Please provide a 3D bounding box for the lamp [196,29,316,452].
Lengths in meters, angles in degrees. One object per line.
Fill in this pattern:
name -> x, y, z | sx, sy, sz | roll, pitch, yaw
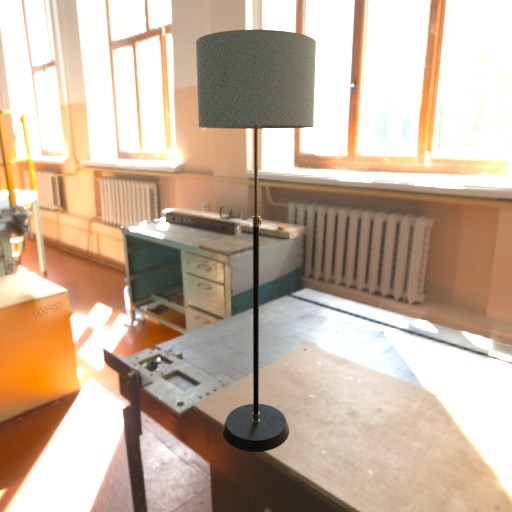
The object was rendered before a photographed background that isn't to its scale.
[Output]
lamp -> 0.000, 0.000, 1.689 | 0.404, 1.517, 0.404 | -3, 15, -10
